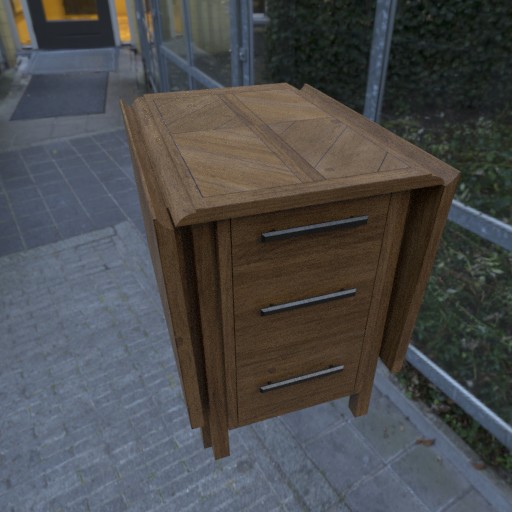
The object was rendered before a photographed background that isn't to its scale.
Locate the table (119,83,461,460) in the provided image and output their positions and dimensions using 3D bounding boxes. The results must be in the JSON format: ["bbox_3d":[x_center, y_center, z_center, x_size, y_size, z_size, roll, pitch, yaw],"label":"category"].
[{"bbox_3d":[0.000,0.000,1.283,0.591,0.763,0.746,-11,36,-15],"label":"table"}]
